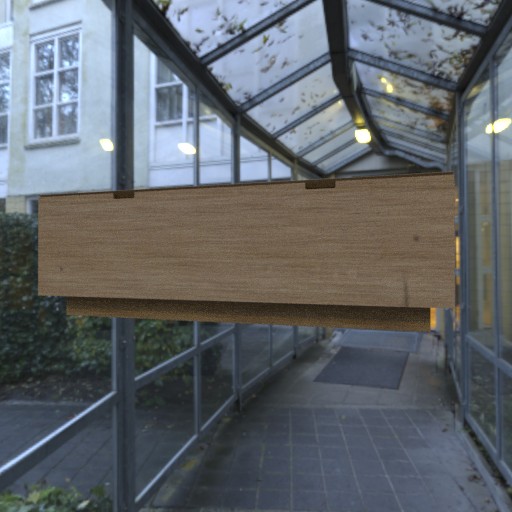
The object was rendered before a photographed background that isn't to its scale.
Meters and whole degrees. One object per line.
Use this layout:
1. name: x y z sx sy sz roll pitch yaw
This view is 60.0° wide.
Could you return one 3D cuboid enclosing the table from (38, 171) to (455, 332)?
1. table: 0.000 0.000 1.436 1.110 0.353 0.678 0 0 18
